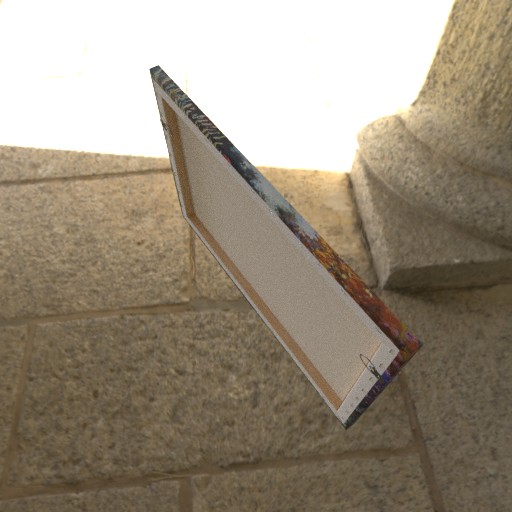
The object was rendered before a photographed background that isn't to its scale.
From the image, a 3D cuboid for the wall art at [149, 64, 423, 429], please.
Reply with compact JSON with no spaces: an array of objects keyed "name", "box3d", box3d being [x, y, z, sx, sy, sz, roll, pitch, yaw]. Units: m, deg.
[{"name":"wall art","box3d":[0.000,0.000,1.470,0.042,0.760,1.136,-31,63,-18]}]
